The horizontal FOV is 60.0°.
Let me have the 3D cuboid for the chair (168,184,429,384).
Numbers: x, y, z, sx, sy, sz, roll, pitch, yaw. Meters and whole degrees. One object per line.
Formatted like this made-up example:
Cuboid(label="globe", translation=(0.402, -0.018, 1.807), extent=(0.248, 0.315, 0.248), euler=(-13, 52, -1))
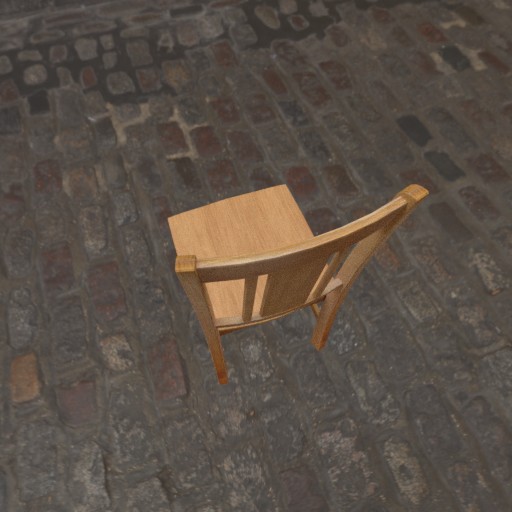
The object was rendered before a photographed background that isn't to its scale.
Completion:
Cuboid(label="chair", translation=(0.000, 0.000, 1.274), extent=(0.450, 0.998, 0.556), euler=(-17, 61, -10))
